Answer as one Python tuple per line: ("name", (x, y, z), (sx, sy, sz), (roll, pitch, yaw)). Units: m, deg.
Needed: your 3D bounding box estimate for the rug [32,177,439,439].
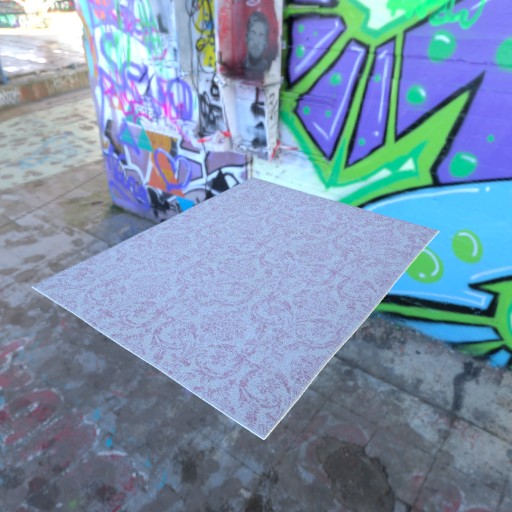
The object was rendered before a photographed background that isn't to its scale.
("rug", (0.000, 0.000, 4.036), (2.363, 0.012, 2.980), (22, 38, 31))
